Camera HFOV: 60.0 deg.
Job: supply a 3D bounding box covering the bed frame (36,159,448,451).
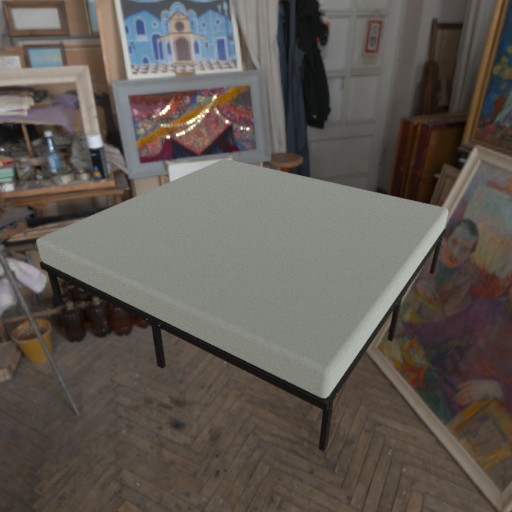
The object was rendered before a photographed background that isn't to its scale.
[{"bbox_3d":[0.000,0.000,3.980,2.635,0.680,2.526,19,35,29],"label":"bed frame"}]
